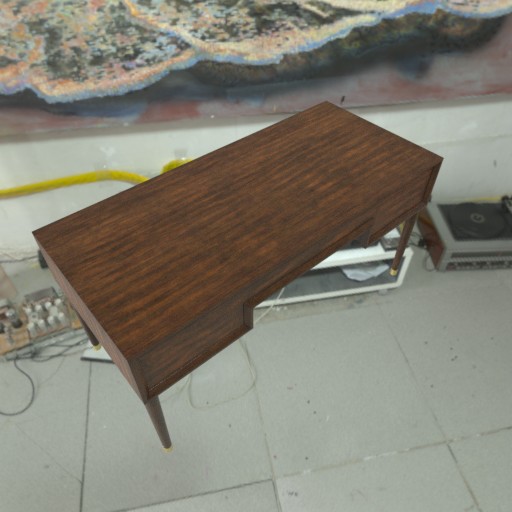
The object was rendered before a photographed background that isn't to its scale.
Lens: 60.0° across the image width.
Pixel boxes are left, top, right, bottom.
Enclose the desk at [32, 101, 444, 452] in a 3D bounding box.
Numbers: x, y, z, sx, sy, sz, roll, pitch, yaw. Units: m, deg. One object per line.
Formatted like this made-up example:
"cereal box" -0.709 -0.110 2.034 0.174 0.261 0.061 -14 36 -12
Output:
"desk" 0.000 0.000 2.072 1.575 0.762 0.724 -31 53 -27
